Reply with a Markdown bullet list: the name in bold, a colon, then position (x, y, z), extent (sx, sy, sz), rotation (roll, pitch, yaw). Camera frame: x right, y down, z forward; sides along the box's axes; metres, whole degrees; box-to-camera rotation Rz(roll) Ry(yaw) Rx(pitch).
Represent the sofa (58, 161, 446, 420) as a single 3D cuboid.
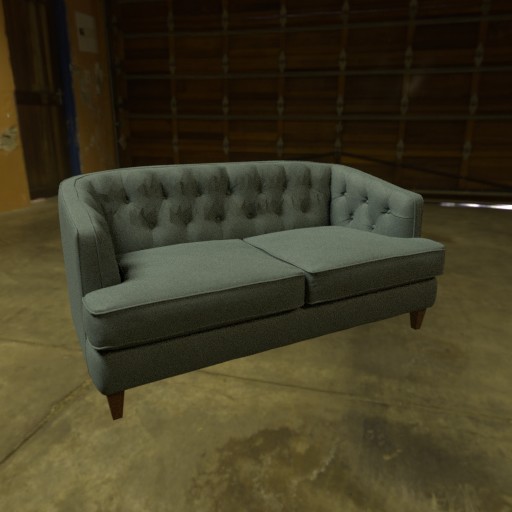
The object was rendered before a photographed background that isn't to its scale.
- **sofa**: position (0.000, 0.000, 2.207), extent (1.733, 0.855, 0.941), rotation (-9, 18, -28)
